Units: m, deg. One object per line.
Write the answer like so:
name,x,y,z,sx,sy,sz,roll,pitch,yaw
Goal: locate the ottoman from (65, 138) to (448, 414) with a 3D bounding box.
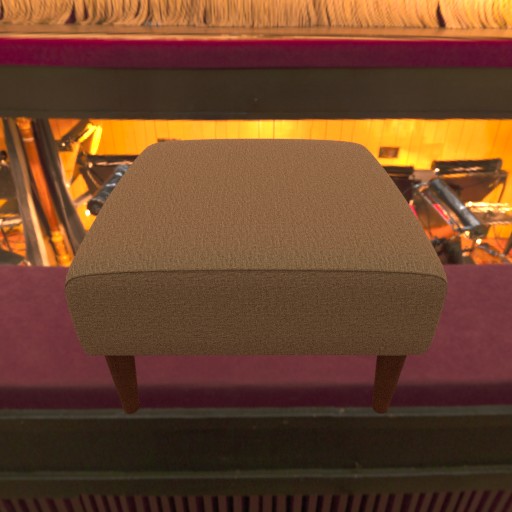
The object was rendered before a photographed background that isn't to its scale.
ottoman,0.000,0.000,1.050,0.649,0.398,0.650,0,32,0
